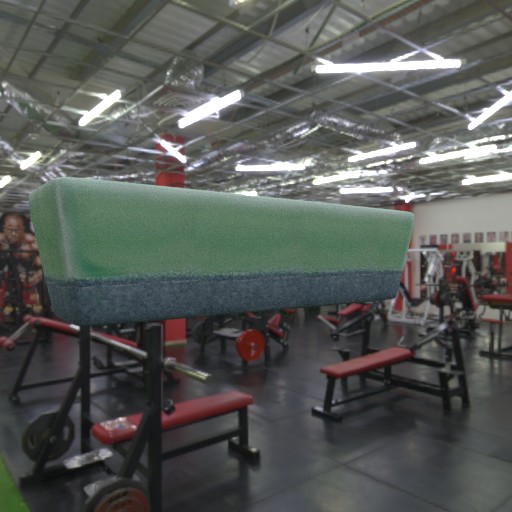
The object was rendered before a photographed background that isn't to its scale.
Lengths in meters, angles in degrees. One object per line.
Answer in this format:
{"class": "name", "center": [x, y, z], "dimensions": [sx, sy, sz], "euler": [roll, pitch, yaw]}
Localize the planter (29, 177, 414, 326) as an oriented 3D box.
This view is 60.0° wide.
{"class": "planter", "center": [0.000, 0.000, 0.306], "dimensions": [0.275, 0.072, 0.072], "euler": [0, 0, -36]}
